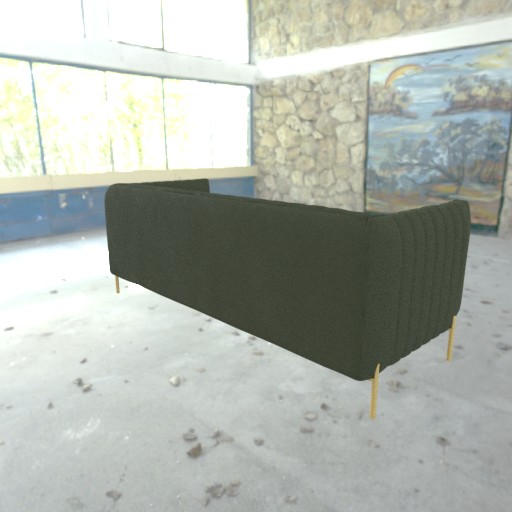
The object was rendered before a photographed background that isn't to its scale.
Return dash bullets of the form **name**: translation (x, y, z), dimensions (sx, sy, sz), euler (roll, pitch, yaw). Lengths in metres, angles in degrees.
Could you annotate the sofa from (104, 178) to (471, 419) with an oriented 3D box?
- **sofa**: translation (0.000, 0.000, 2.613), dimensions (0.896, 0.793, 2.137), euler (-13, 19, -42)
